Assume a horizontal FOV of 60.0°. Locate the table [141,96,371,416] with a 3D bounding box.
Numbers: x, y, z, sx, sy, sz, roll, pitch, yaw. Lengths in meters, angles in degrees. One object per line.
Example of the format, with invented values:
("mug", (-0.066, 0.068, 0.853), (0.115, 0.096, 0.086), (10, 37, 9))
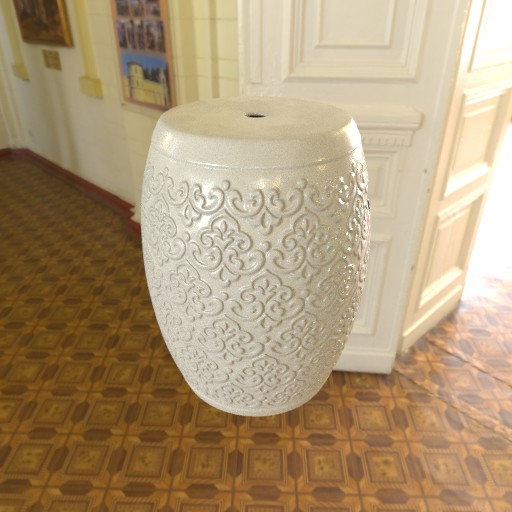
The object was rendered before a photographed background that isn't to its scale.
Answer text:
("table", (0.000, 0.000, 0.631), (0.309, 0.397, 0.309), (0, 30, 0))
